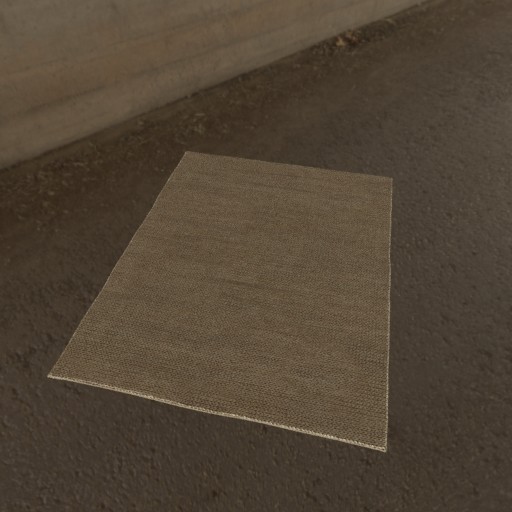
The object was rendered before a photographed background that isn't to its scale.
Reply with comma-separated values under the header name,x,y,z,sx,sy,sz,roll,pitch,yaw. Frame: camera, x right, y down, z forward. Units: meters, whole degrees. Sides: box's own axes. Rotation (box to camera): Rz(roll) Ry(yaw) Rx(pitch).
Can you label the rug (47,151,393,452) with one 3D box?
name,x,y,z,sx,sy,sz,roll,pitch,yaw
rug,0.000,0.000,4.074,2.429,0.030,3.052,9,46,9
